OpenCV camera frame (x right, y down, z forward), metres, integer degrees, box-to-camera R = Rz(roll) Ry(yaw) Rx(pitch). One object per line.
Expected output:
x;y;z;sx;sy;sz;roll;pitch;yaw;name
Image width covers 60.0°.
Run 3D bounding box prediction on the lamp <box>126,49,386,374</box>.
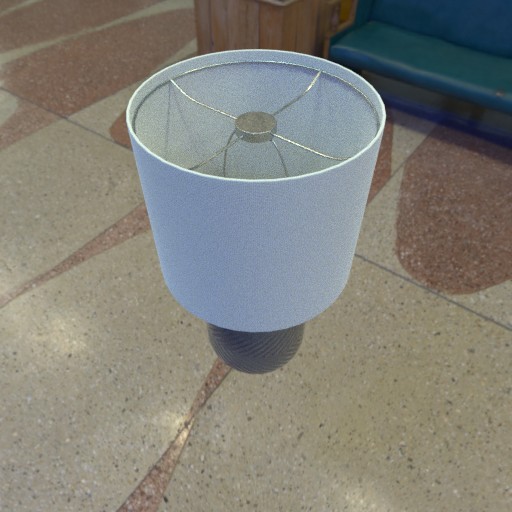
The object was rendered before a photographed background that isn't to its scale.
0.000;0.000;0.493;0.207;0.366;0.207;30;54;25;lamp
